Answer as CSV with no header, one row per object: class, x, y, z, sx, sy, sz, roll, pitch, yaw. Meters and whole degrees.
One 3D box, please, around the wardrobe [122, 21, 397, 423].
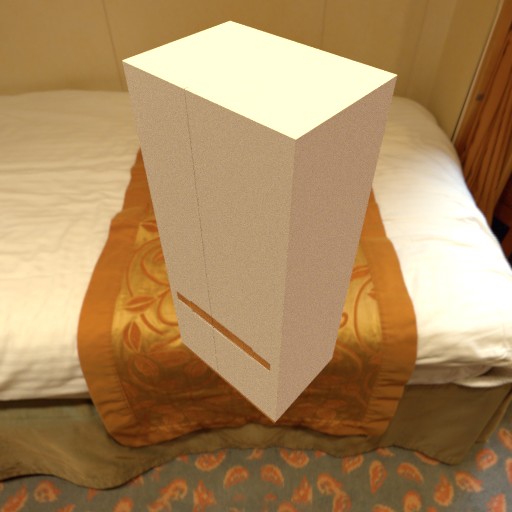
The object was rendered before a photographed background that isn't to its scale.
wardrobe,0.000,0.000,2.406,0.860,2.040,0.600,33,54,28
